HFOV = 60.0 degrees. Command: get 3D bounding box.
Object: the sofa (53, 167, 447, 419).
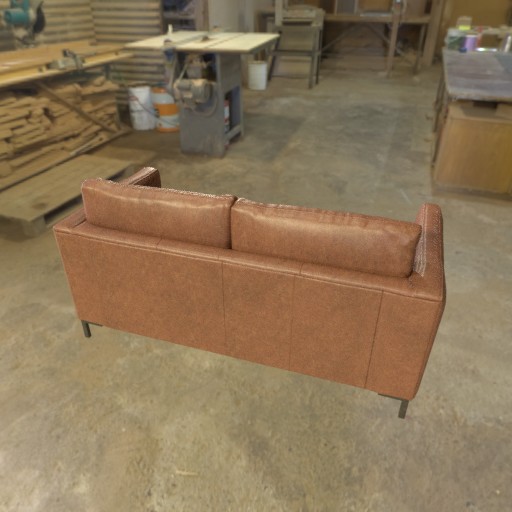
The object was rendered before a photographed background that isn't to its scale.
[{"bbox_3d":[0.000,0.000,2.337,1.797,0.883,0.899,10,33,15],"label":"sofa"}]
